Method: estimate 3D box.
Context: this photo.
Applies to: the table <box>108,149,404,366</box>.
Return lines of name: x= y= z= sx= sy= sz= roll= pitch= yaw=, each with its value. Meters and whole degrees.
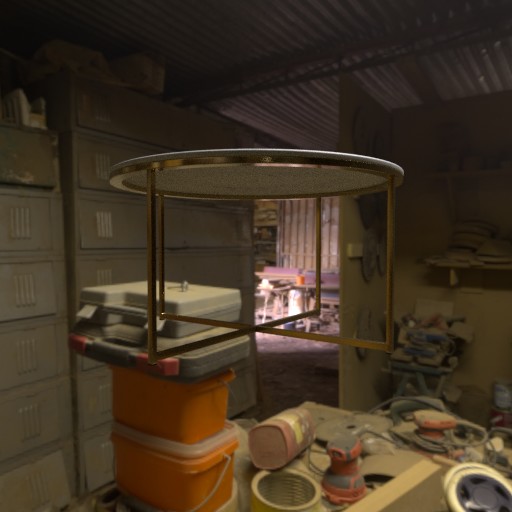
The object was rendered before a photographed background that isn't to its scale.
table: x=0.000 y=0.000 z=1.272 sx=0.800 sy=0.450 sz=0.800 roll=0 pitch=2 yaw=0
